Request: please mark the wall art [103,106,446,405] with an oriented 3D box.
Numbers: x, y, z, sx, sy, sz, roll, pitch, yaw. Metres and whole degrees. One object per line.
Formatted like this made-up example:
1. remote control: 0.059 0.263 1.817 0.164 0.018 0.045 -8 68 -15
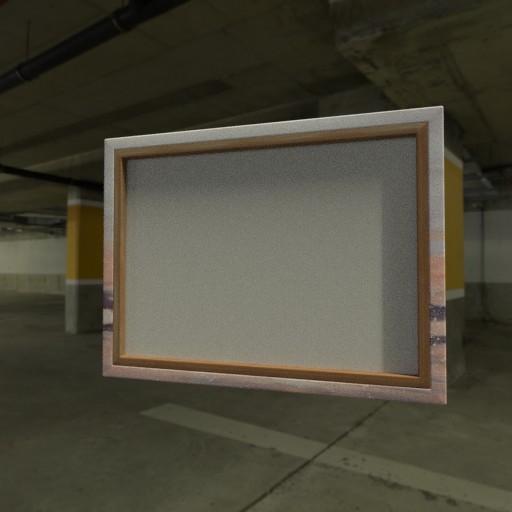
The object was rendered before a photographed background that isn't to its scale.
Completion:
1. wall art: 0.000 0.000 1.291 1.015 0.763 0.038 0 -1 17
